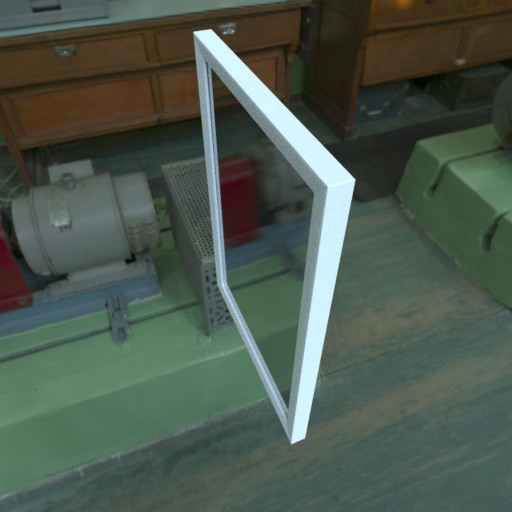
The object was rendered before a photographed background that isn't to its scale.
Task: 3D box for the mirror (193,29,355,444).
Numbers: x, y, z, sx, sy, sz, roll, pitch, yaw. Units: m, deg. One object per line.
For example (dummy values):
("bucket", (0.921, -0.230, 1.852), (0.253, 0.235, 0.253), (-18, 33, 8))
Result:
("mirror", (0.000, 0.000, 0.907), (0.040, 0.710, 0.507), (-16, 48, -15))
